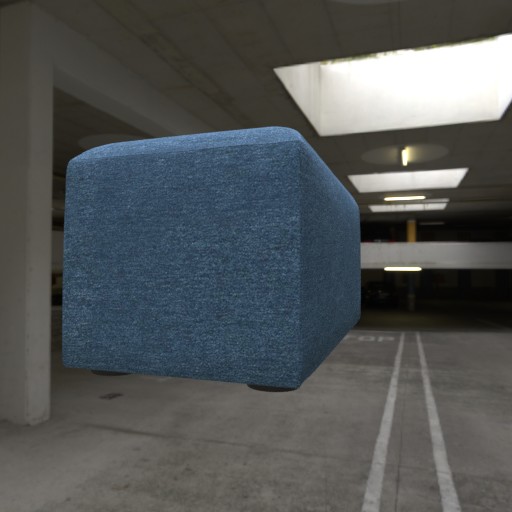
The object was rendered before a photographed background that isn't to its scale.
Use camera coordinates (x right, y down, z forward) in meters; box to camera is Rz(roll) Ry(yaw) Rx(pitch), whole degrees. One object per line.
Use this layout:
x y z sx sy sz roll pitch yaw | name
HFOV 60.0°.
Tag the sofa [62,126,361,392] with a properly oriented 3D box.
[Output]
0.000 0.000 1.200 0.480 0.470 0.930 0 -1 19 | sofa
